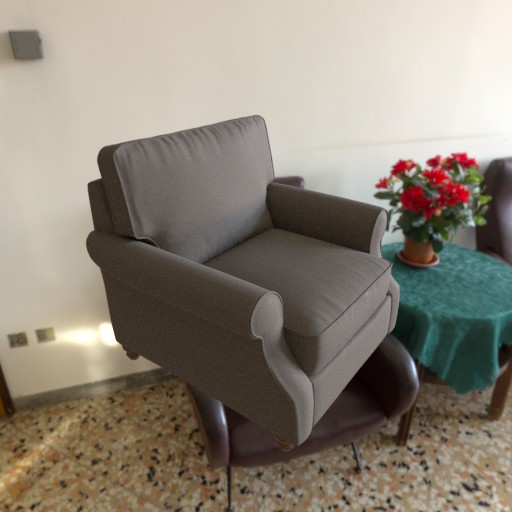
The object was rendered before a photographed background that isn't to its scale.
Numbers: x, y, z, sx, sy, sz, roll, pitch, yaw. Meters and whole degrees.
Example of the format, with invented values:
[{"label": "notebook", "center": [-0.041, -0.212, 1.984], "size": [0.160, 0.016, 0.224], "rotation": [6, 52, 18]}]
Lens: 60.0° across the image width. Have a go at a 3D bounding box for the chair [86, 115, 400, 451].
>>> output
[{"label": "chair", "center": [0.000, 0.000, 1.799], "size": [0.966, 0.967, 1.029], "rotation": [18, 32, 32]}]
